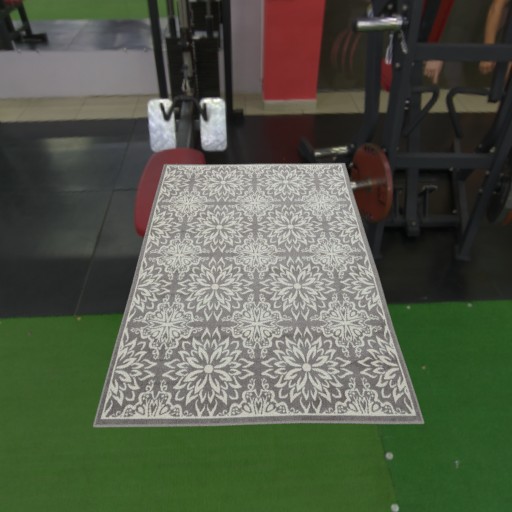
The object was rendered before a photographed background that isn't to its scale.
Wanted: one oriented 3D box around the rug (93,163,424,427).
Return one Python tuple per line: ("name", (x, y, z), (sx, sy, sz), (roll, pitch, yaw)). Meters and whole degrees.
("rug", (0.000, 0.000, 2.312), (1.224, 0.012, 1.847), (0, 42, 0))
